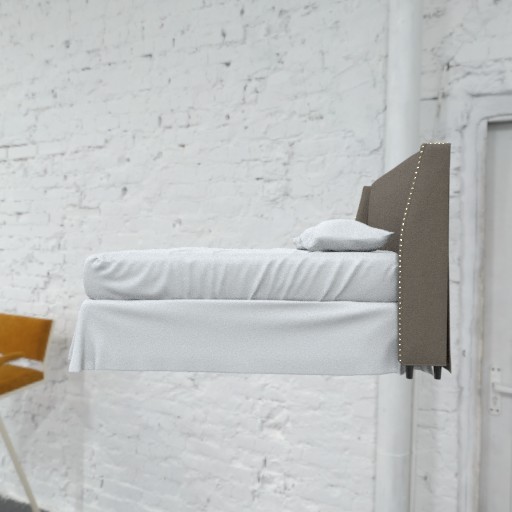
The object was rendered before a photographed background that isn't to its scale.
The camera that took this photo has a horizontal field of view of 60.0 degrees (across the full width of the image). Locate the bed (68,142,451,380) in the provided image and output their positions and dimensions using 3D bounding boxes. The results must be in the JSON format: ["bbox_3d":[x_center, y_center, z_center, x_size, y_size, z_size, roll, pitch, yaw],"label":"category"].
[{"bbox_3d":[0.000,0.000,3.434,2.276,1.332,1.925,0,2,4],"label":"bed"}]
